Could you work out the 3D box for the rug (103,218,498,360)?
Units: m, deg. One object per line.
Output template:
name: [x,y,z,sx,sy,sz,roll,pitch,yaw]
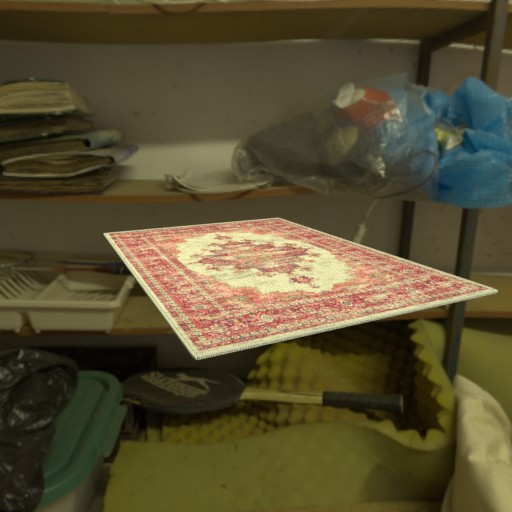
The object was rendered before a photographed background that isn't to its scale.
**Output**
rug: [0.000,0.000,2.196,1.217,0.011,1.747,-7,17,-25]
